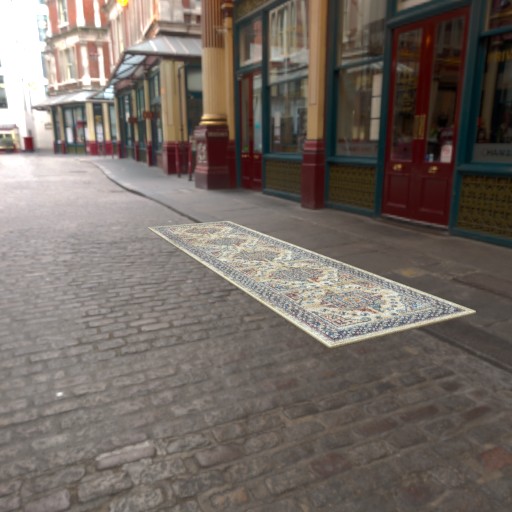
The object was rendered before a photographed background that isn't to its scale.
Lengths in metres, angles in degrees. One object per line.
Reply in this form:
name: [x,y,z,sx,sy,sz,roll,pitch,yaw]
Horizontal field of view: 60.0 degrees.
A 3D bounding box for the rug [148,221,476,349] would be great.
rug: [0.000,0.000,2.486,0.661,0.013,2.297,-7,15,-26]
